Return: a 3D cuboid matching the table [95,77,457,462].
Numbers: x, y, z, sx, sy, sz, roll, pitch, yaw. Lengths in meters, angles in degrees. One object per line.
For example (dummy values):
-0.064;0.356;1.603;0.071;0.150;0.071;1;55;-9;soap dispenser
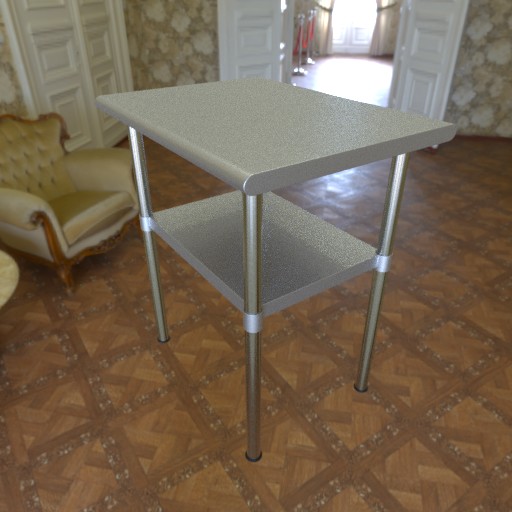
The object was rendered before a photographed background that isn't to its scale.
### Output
0.000;0.000;1.350;0.584;0.876;0.762;-20;36;-29;table
